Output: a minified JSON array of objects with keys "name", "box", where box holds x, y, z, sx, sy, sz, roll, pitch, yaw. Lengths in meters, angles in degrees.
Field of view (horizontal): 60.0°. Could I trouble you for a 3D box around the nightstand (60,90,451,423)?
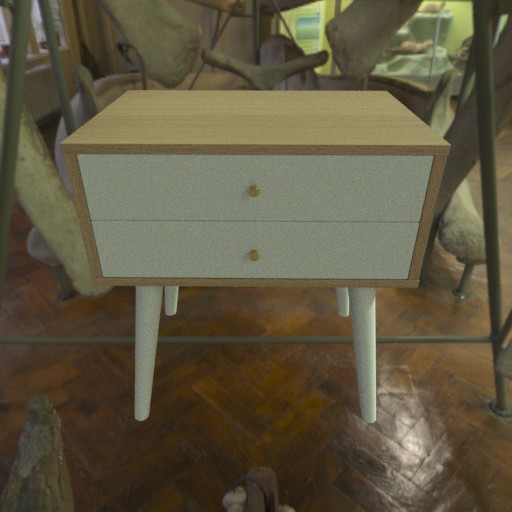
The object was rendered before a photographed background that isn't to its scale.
[{"name":"nightstand","box":[0.000,0.000,0.965,0.571,0.610,0.407,0,31,1]}]
